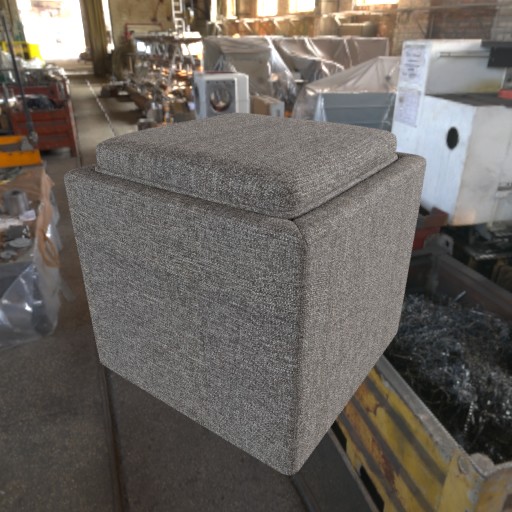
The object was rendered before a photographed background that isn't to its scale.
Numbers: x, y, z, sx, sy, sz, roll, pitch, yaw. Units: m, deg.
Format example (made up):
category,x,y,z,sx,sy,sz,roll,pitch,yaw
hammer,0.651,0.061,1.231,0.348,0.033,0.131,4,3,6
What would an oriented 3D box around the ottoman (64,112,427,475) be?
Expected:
category,x,y,z,sx,sy,sz,roll,pitch,yaw
ottoman,0.000,0.000,0.825,0.450,0.460,0.450,18,31,31
